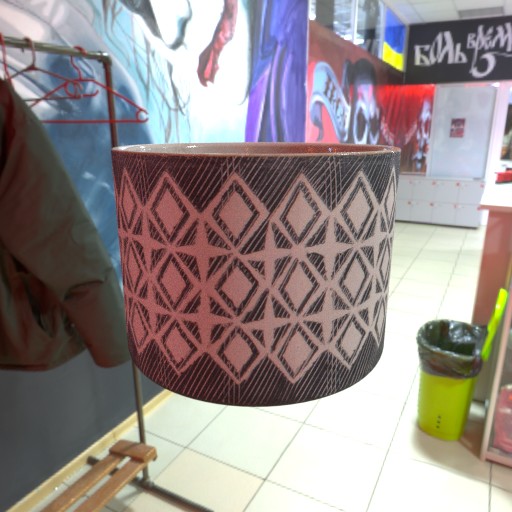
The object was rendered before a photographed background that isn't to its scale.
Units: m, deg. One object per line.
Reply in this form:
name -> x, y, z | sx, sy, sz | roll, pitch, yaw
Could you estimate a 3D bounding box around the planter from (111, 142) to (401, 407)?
planter -> 0.000, 0.000, 0.217 | 0.126, 0.104, 0.126 | 0, 16, 0
